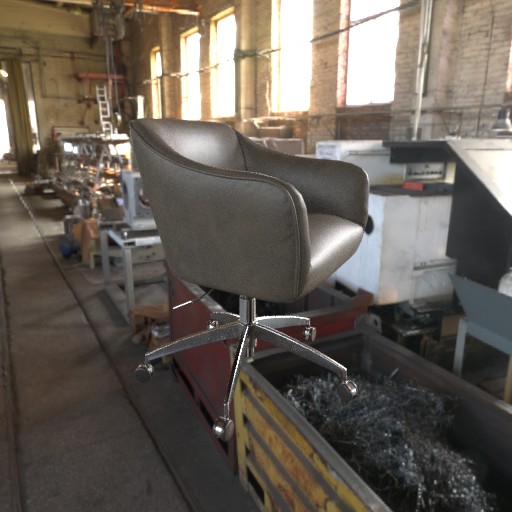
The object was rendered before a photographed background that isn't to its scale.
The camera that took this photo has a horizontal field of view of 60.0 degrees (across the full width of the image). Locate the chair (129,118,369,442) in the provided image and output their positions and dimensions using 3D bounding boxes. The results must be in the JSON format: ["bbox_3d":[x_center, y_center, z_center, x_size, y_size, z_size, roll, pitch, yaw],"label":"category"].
[{"bbox_3d":[0.000,0.000,1.382,0.689,0.827,0.713,7,17,25],"label":"chair"}]
